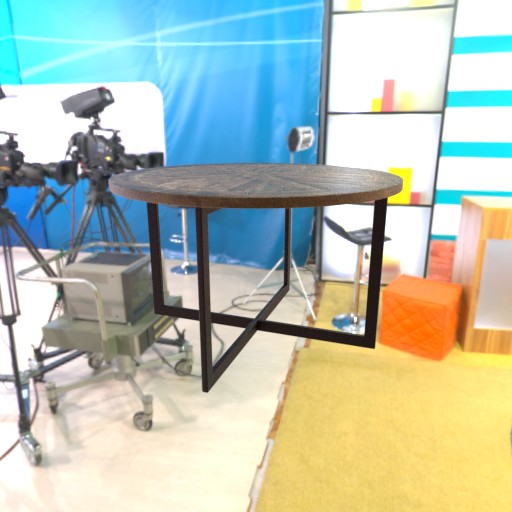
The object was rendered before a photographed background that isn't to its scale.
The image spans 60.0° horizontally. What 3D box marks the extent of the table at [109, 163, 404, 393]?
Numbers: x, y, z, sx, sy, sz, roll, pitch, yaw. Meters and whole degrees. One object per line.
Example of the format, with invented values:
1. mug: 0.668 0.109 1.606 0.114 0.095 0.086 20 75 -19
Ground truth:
1. table: 0.000 0.000 2.100 1.264 0.762 1.264 0 17 0
